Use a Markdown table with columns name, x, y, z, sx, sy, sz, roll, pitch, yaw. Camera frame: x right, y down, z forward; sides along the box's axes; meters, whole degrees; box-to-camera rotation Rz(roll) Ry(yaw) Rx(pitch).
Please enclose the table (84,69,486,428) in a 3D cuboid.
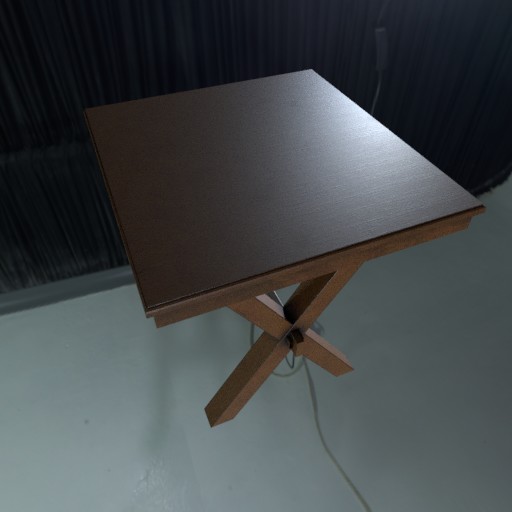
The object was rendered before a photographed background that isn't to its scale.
| name | x | y | z | sx | sy | sz | roll | pitch | yaw |
| --- | --- | --- | --- | --- | --- | --- | --- | --- | --- |
| table | 0.000 | 0.000 | 1.034 | 0.560 | 0.562 | 0.602 | -16 | 47 | -16 |
